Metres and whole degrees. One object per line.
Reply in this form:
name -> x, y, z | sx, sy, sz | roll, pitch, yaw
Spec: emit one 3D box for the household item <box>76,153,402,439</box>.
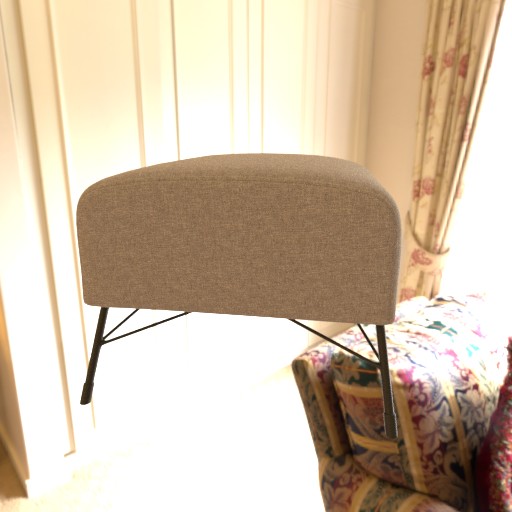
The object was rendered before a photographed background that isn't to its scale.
household item -> 0.000, 0.000, 0.914 | 0.530, 0.410, 0.530 | 3, 16, 9
